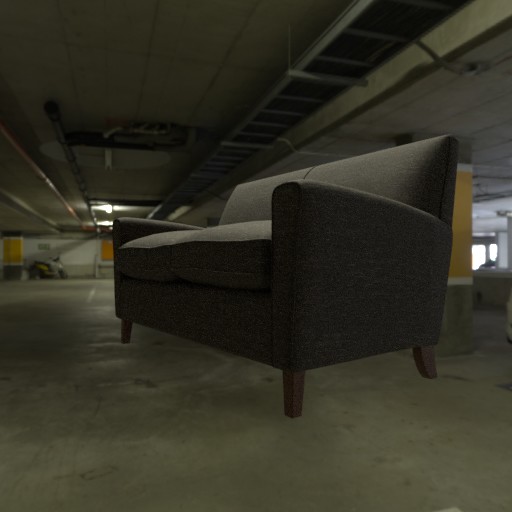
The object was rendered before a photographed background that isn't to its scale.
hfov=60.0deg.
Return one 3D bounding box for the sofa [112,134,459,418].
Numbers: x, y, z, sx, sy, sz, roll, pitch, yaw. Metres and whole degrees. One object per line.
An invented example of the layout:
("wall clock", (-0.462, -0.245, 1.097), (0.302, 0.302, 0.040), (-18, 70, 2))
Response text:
("sofa", (0.000, 0.000, 1.992), (0.867, 0.905, 1.509), (0, 0, -36))
